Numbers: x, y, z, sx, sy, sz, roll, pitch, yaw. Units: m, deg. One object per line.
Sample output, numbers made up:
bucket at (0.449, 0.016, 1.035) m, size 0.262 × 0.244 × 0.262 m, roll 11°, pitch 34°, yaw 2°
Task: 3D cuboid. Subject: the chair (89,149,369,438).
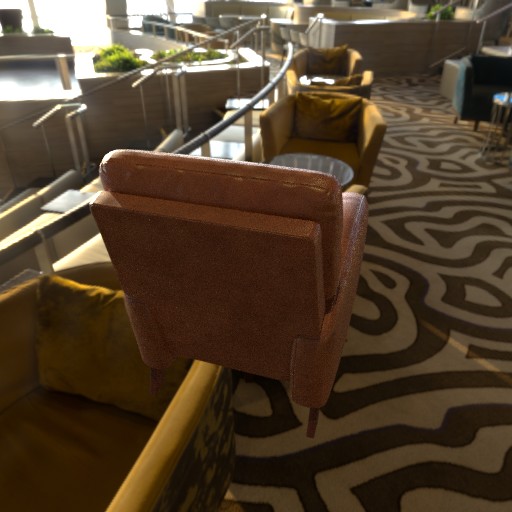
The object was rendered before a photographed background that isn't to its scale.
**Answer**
chair at (0.000, 0.000, 1.673) m, size 0.762 × 0.990 × 0.990 m, roll 10°, pitch 33°, yaw 15°
